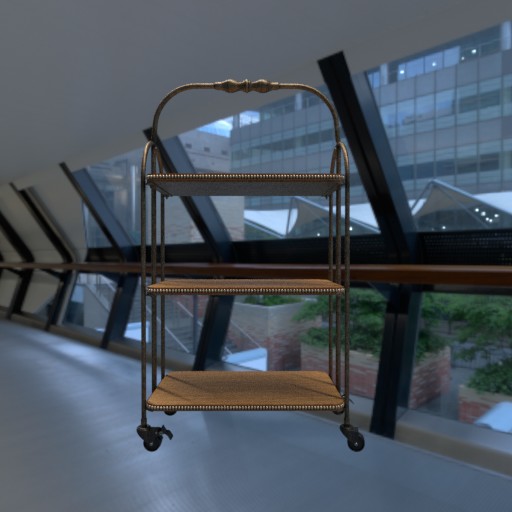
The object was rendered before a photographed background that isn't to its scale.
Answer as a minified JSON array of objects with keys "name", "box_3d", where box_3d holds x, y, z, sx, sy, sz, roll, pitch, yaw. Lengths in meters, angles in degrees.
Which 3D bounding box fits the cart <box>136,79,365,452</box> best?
[{"name":"cart","box_3d":[0.000,0.000,1.328,0.650,1.052,0.330,0,1,0]}]
